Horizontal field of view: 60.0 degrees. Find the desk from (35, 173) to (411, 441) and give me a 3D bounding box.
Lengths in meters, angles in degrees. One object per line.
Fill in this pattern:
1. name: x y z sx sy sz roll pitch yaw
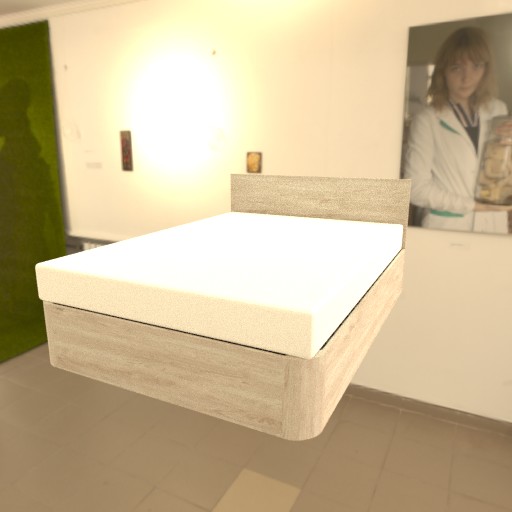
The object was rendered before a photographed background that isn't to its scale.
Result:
1. desk: 0.000 0.000 2.582 1.400 0.800 1.900 7 16 26
